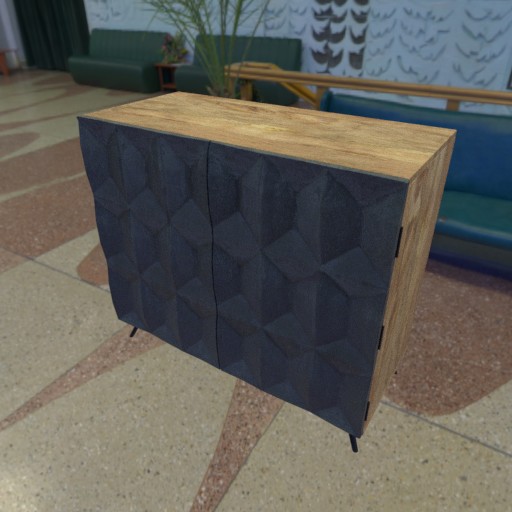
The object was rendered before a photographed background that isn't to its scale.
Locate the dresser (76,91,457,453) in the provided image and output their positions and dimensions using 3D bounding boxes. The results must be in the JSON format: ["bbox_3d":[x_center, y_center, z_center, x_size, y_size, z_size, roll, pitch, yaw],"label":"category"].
[{"bbox_3d":[0.000,0.000,1.430,0.967,0.847,0.446,18,35,28],"label":"dresser"}]
